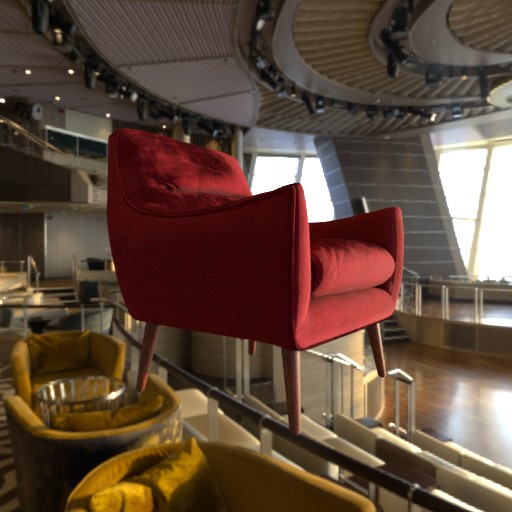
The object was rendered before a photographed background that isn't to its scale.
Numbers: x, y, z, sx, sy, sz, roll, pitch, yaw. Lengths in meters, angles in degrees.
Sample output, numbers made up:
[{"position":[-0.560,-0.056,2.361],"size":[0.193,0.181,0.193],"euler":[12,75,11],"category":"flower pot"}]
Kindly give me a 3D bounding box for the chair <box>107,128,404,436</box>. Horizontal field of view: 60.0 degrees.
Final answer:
[{"position":[0.000,0.000,1.480],"size":[0.787,0.838,0.762],"euler":[1,1,36],"category":"chair"}]
